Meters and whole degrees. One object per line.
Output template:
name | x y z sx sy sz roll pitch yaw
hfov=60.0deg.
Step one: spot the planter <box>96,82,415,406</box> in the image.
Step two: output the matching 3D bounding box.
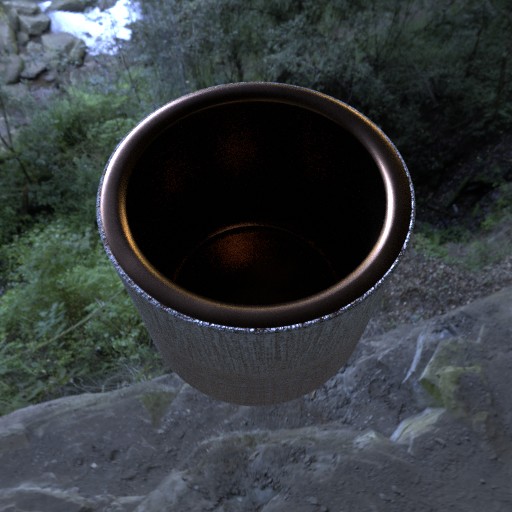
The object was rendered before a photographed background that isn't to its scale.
planter | 0.000 0.000 0.191 0.109 0.096 0.109 0 59 0
